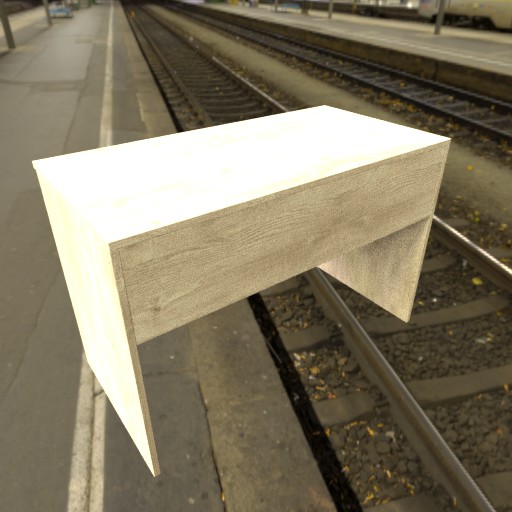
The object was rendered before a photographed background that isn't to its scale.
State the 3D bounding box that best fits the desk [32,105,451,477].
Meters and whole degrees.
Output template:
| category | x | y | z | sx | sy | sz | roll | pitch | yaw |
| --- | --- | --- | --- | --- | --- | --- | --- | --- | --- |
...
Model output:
| category | x | y | z | sx | sy | sz | roll | pitch | yaw |
| --- | --- | --- | --- | --- | --- | --- | --- | --- | --- |
| desk | 0.000 | 0.000 | 1.482 | 1.100 | 0.730 | 0.560 | -21 | 37 | -31 |
